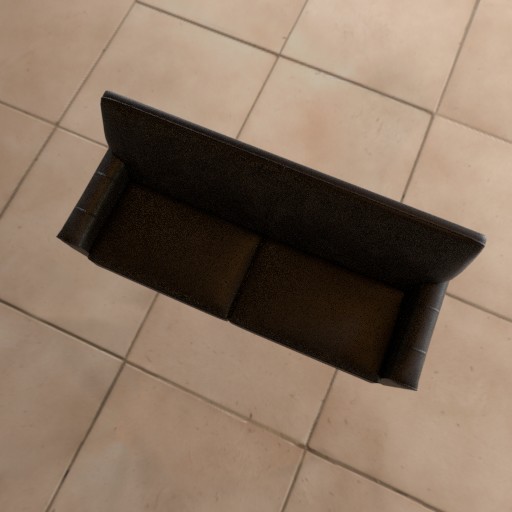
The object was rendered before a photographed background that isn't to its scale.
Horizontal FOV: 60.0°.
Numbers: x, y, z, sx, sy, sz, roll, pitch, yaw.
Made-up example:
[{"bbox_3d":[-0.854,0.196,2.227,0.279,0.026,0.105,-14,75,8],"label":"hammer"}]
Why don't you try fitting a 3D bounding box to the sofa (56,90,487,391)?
[{"bbox_3d":[0.000,0.000,2.533,2.053,0.947,0.805,22,76,6],"label":"sofa"}]
